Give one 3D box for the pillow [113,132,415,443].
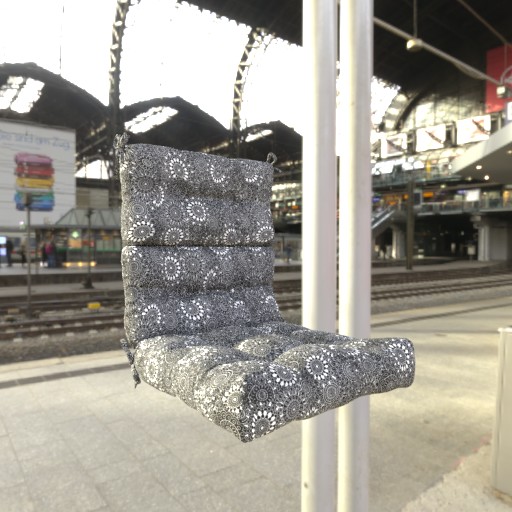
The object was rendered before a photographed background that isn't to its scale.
[{"bbox_3d":[0.000,0.000,1.037,0.519,0.605,0.571,-1,1,-38],"label":"pillow"}]
